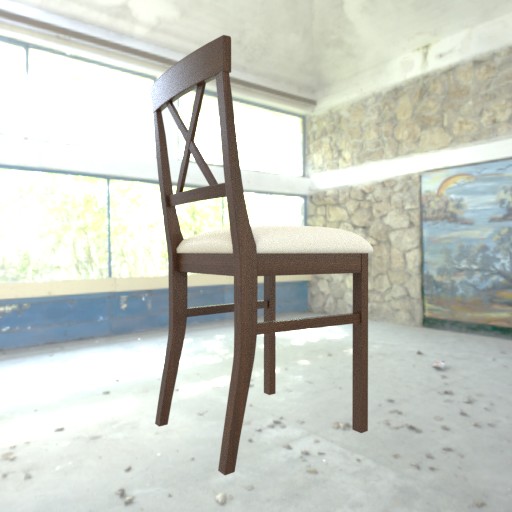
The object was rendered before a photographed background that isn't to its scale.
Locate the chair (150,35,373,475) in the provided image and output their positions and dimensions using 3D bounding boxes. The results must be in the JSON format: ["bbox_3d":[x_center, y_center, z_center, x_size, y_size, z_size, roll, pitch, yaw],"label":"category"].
[{"bbox_3d":[0.000,0.000,1.195,0.480,0.913,0.440,0,1,-37],"label":"chair"}]
